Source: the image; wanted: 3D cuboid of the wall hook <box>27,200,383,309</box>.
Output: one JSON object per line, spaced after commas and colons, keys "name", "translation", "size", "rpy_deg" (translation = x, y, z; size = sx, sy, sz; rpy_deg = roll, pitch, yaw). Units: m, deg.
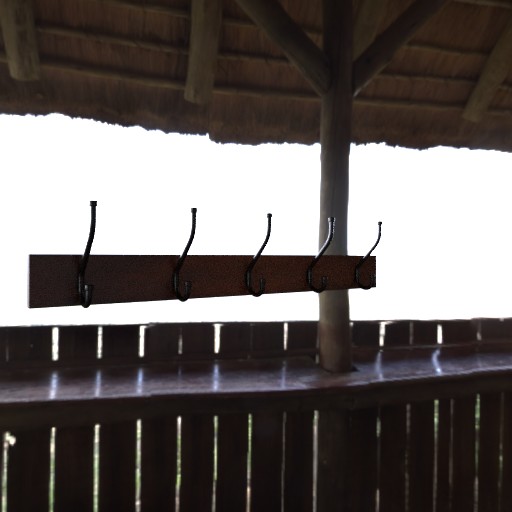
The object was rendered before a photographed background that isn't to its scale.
{"name": "wall hook", "translation": [0.000, 0.000, 0.627], "size": [0.571, 0.117, 0.071], "rpy_deg": [0, 0, -36]}
